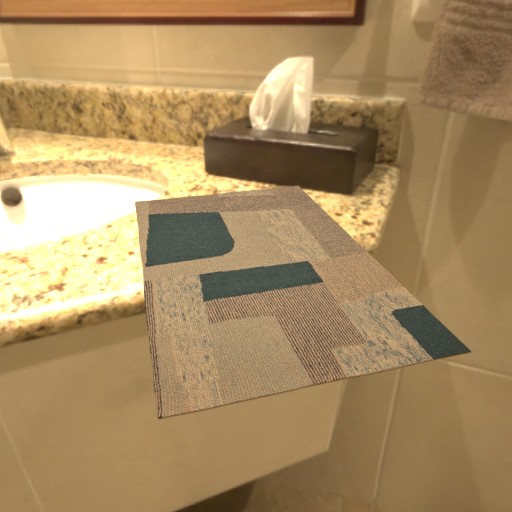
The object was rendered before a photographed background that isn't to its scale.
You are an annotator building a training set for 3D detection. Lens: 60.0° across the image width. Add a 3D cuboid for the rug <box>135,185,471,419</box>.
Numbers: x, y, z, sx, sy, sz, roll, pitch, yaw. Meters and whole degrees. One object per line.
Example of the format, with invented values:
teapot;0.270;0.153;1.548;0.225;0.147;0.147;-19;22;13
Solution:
rug;0.000;0.000;3.018;1.521;0.015;2.436;-8;30;-14
